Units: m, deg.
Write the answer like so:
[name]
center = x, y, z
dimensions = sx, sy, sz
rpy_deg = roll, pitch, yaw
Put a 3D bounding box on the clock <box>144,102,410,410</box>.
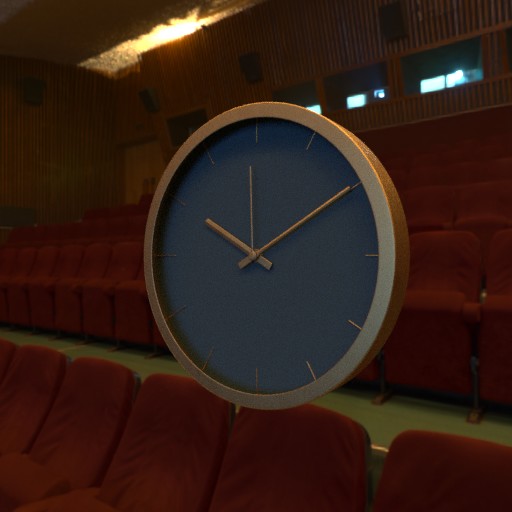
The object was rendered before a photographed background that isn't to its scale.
[clock]
center = 0.000, 0.000, 0.475
dimensions = 0.314, 0.314, 0.040
rpy_deg = 0, 0, 35
